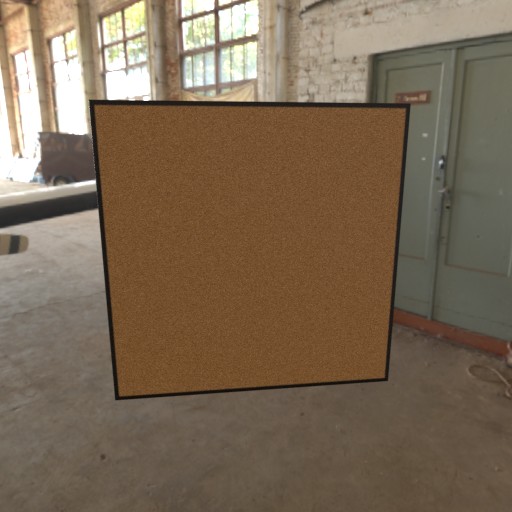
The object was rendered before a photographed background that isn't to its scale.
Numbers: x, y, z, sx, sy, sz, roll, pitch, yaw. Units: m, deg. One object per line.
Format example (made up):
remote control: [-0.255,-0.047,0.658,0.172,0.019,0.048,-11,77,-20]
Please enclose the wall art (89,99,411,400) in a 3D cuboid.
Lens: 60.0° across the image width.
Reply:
wall art: [0.000,0.000,0.777,0.513,0.511,0.028,-2,14,-7]
